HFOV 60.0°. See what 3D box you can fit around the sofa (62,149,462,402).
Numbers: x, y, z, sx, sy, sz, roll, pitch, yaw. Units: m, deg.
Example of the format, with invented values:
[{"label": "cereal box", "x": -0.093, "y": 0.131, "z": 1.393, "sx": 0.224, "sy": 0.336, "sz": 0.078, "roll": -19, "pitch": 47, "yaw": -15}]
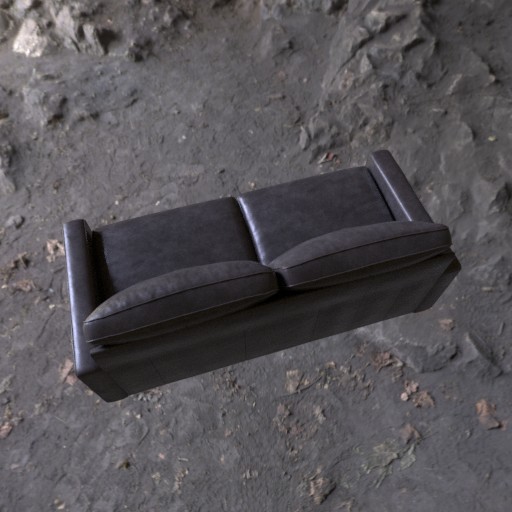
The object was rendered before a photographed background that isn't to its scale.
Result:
[{"label": "sofa", "x": 0.000, "y": 0.000, "z": 2.559, "sx": 2.081, "sy": 0.916, "sz": 0.939, "roll": -14, "pitch": 59, "yaw": -9}]
